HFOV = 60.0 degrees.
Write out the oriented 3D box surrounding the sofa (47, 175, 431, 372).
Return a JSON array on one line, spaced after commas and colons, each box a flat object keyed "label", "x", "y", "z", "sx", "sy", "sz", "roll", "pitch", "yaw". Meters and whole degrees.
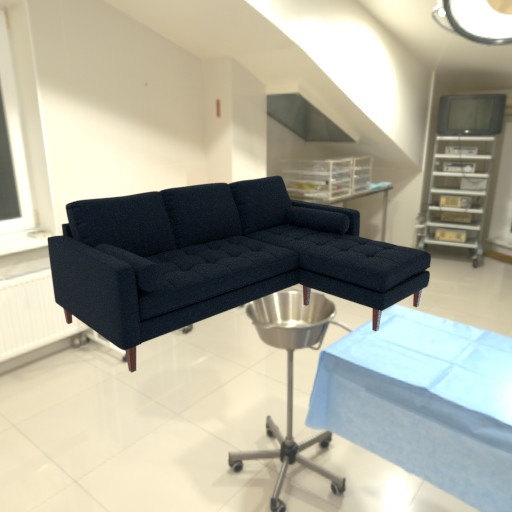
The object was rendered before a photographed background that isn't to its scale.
[{"label": "sofa", "x": 0.000, "y": 0.000, "z": 3.024, "sx": 2.185, "sy": 0.841, "sz": 1.613, "roll": -16, "pitch": 23, "yaw": -42}]
